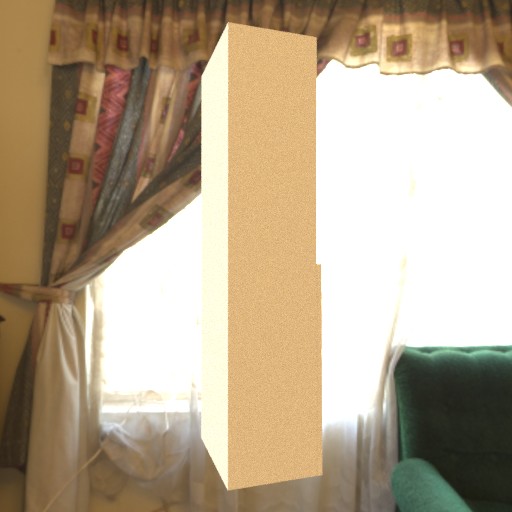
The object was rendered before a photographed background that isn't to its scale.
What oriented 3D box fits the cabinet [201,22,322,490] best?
[{"bbox_3d":[0.000,0.000,1.514,0.300,1.350,0.400,0,-1,-18],"label":"cabinet"}]
